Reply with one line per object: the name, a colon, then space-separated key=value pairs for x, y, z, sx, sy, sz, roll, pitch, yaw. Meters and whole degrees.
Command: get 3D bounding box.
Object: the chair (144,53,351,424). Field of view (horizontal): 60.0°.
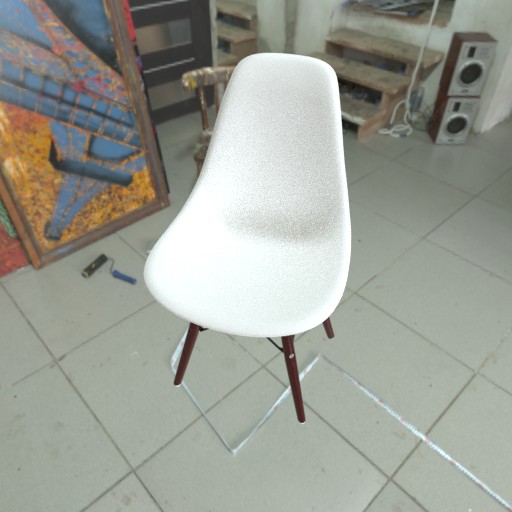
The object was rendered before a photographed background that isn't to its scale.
chair: x=0.000 y=0.000 z=1.129 sx=0.470 sy=0.826 sz=0.533 roll=12 pitch=43 yaw=13
